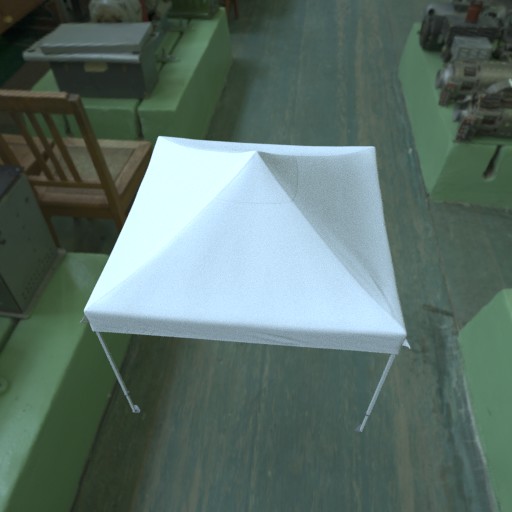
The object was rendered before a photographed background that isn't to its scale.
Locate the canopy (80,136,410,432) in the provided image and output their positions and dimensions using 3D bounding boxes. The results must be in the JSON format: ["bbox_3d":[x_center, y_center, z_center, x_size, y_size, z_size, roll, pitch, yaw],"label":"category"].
[{"bbox_3d":[0.000,0.000,5.415,2.996,2.998,2.994,4,47,3],"label":"canopy"}]
